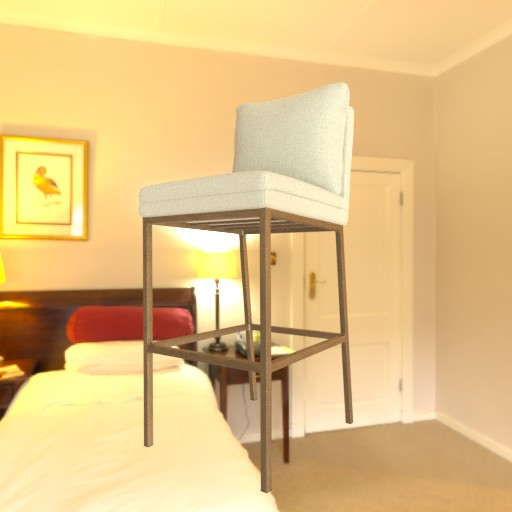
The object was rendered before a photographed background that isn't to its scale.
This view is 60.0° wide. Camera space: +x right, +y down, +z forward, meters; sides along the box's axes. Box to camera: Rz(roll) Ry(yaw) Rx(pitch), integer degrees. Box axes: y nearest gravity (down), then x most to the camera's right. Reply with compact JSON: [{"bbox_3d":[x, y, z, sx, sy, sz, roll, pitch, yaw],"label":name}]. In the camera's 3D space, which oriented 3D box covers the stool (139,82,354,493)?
[{"bbox_3d":[0.000,0.000,1.403,0.463,1.125,0.572,0,1,36],"label":"stool"}]
